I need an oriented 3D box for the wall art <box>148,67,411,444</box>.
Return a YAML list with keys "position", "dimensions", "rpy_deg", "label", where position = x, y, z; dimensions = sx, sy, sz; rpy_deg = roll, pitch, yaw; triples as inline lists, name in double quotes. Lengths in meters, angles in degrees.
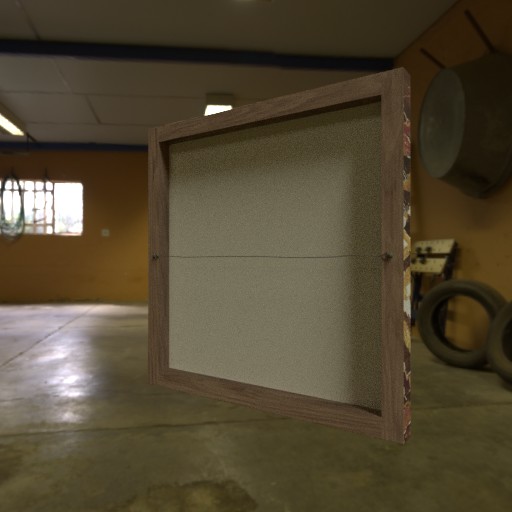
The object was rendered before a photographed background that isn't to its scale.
- position: [0.000, 0.000, 0.908]
  dimensions: [0.609, 0.613, 0.041]
  rpy_deg: [0, 0, 35]
  label: "wall art"
